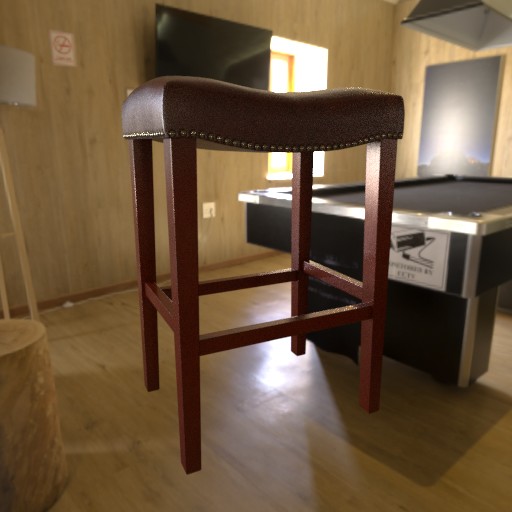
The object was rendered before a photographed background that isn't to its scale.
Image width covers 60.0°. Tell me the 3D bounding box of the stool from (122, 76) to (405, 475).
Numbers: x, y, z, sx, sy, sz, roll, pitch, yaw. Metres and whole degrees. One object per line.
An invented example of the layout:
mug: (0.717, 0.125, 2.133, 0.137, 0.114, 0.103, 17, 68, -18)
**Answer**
stool: (0.000, 0.000, 1.026, 0.504, 0.742, 0.372, -7, 16, -25)
